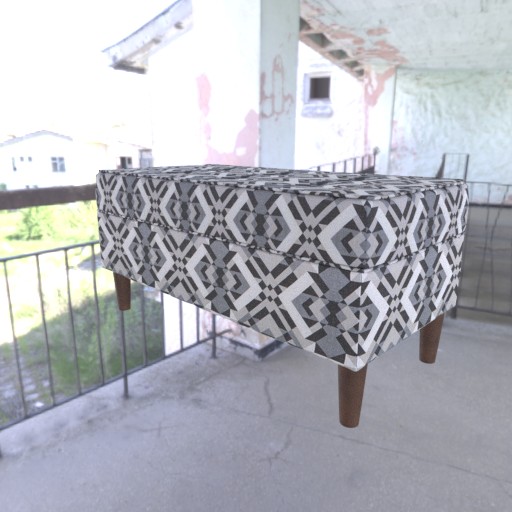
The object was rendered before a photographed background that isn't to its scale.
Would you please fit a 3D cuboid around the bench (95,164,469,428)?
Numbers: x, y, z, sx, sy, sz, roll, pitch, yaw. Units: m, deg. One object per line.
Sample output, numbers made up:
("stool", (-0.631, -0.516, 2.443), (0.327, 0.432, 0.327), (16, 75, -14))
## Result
("bench", (0.000, 0.000, 1.302), (1.016, 0.477, 0.492), (14, 20, 43))
